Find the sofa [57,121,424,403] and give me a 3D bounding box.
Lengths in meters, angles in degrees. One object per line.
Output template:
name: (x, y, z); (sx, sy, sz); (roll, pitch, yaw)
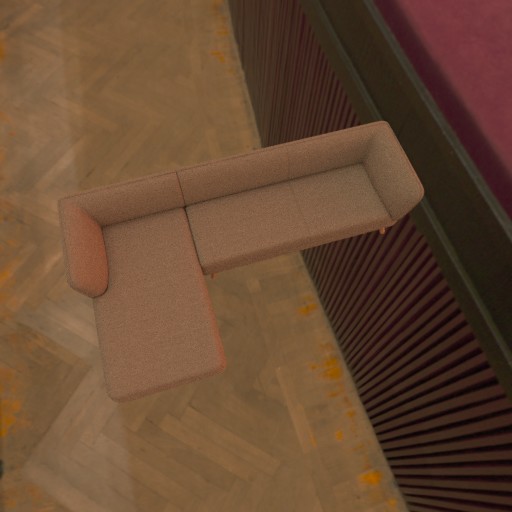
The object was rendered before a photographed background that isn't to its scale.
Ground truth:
sofa: (0.000, 0.000, 3.400); (2.653, 0.693, 1.532); (-15, 65, -7)
